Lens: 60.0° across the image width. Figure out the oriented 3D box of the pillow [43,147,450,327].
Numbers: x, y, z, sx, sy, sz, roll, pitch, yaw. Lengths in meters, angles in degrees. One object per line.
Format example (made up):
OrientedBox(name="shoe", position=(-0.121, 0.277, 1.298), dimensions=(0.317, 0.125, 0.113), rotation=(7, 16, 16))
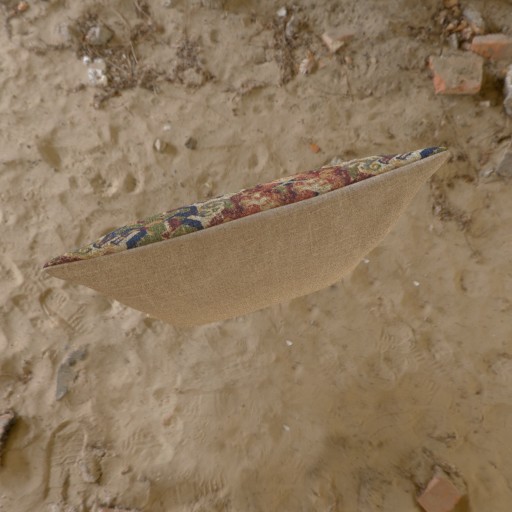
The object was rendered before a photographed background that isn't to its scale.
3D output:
OrientedBox(name="pillow", position=(0.000, 0.000, 0.778), dimensions=(0.523, 0.506, 0.166), rotation=(-17, 76, -4))
